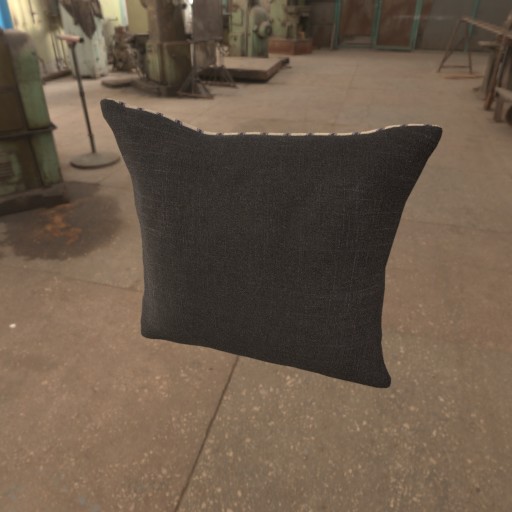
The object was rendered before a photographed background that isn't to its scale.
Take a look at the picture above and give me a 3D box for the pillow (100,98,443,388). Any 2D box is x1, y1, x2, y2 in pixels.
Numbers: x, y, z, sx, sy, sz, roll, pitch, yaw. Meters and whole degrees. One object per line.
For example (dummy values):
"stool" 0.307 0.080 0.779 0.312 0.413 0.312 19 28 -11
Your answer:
"pillow" 0.000 0.000 0.689 0.468 0.444 0.138 9 32 15
